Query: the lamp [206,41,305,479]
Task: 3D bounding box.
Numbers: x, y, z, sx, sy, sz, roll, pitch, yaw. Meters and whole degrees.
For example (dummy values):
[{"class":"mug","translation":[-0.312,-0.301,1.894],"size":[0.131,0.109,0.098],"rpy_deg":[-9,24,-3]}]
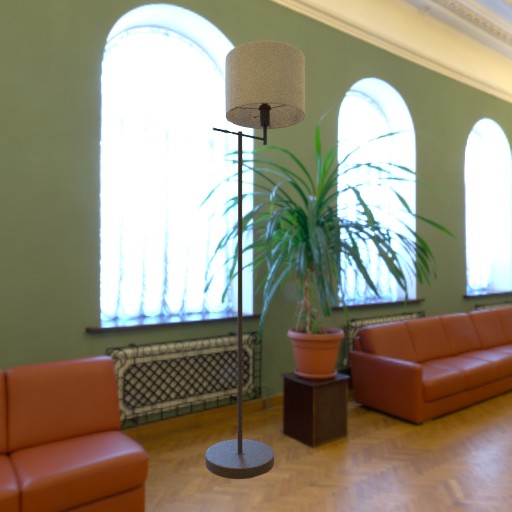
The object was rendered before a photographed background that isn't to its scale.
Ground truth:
[{"class":"lamp","translation":[0.000,0.000,1.771],"size":[0.416,1.600,0.324],"rpy_deg":[1,-1,-38]}]
